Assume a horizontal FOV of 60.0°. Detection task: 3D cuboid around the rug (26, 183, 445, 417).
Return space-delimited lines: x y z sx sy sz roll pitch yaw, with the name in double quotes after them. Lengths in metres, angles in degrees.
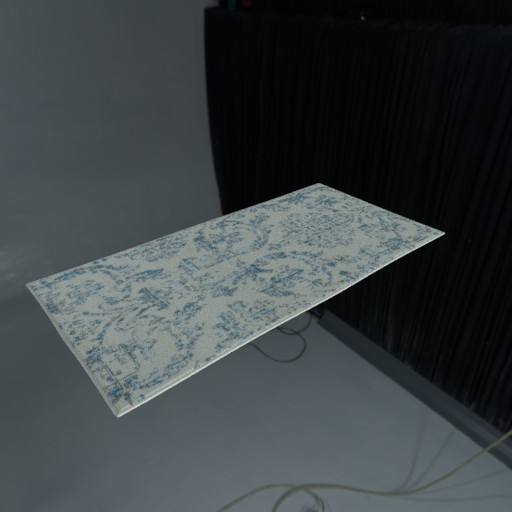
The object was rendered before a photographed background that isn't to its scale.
0.000 0.000 1.409 1.220 0.007 0.605 -23 38 -33 "rug"
